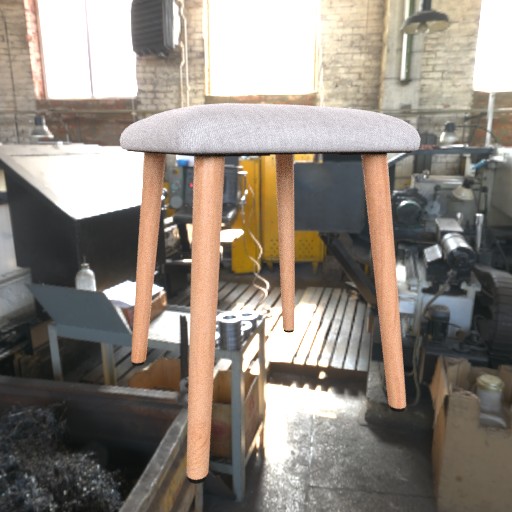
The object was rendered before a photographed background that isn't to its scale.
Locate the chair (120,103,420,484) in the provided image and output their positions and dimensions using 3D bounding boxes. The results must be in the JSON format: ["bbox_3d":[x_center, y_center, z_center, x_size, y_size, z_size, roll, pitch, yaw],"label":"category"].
[{"bbox_3d":[0.000,0.000,0.692,0.350,0.440,0.350,-7,16,-26],"label":"chair"}]
